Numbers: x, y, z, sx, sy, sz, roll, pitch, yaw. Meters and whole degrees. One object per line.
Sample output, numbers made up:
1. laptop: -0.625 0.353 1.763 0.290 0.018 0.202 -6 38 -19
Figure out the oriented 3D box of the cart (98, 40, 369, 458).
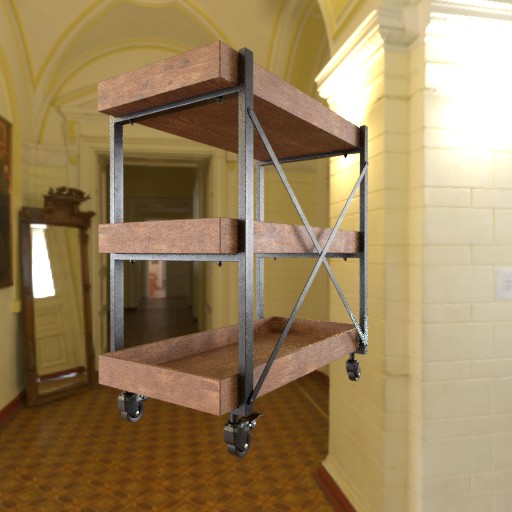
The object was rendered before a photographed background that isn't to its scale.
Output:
1. cart: 0.000 0.000 1.225 0.411 0.800 0.750 0 1 34
